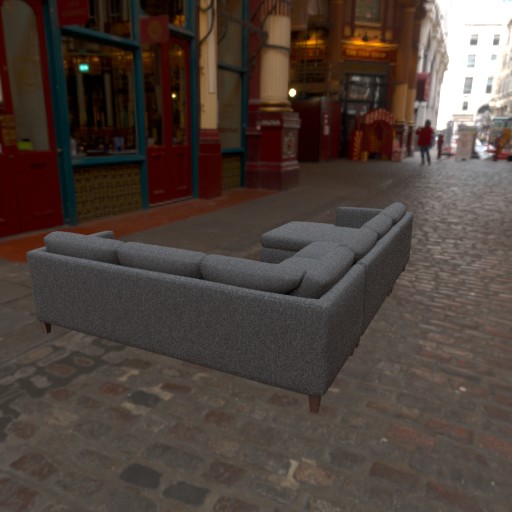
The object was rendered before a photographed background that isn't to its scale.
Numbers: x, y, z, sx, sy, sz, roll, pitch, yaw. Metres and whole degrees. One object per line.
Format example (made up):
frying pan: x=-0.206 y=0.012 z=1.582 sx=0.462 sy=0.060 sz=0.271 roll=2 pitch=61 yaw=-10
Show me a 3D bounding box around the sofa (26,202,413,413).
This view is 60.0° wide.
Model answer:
sofa: x=0.000 y=0.000 z=4.425 sx=2.551 sy=0.853 sz=3.238 roll=8 pitch=18 yaw=26
